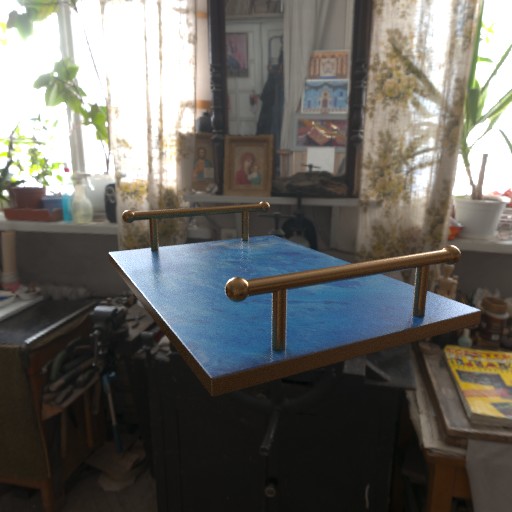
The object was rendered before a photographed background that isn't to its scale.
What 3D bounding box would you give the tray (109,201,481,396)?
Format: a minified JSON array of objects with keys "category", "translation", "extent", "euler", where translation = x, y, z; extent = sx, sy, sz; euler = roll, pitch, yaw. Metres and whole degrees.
[{"category":"tray","translation":[0.000,0.000,0.581],"extent":[0.304,0.084,0.444],"euler":[-7,16,-26]}]
